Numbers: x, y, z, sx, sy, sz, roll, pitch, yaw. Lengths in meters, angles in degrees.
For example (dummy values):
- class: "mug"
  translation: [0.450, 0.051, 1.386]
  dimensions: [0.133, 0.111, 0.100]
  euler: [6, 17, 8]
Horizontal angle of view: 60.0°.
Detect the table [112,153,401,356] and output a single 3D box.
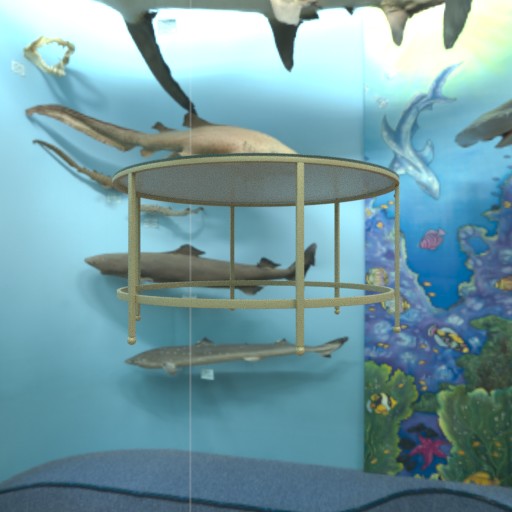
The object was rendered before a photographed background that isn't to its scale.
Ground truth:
- class: "table"
  translation: [0.000, 0.000, 1.473]
  dimensions: [0.914, 0.470, 0.914]
  euler: [0, 0, 0]
